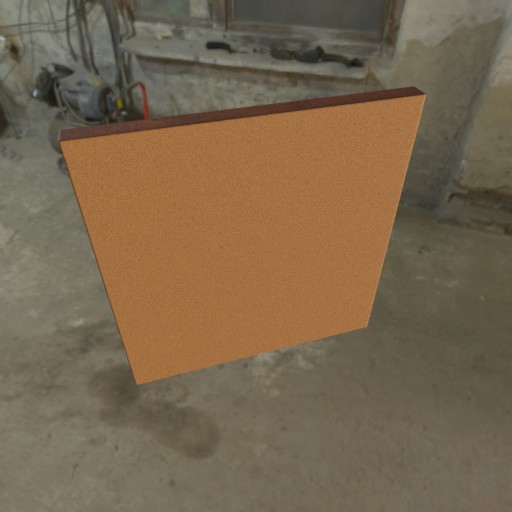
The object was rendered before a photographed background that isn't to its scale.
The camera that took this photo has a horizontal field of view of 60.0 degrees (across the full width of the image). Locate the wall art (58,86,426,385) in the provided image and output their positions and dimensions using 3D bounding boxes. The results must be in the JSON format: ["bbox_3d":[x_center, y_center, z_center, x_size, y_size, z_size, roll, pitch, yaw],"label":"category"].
[{"bbox_3d":[0.000,0.000,0.844,0.554,0.572,0.037,-11,42,-13],"label":"wall art"}]
